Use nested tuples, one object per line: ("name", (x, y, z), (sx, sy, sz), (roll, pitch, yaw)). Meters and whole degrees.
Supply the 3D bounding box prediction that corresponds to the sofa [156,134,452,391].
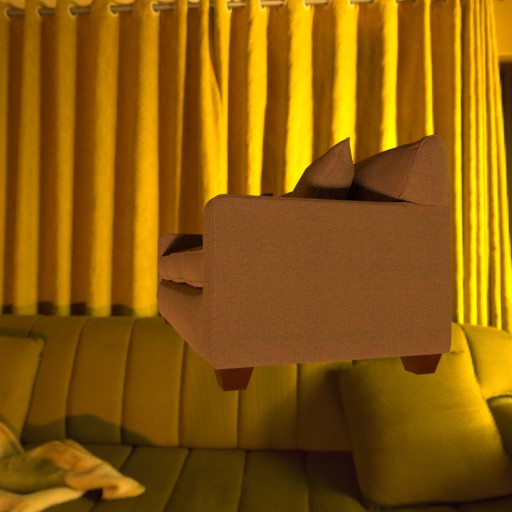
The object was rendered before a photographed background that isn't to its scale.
("sofa", (0.000, 0.000, 2.520), (0.997, 0.958, 2.024), (0, -2, -17))
